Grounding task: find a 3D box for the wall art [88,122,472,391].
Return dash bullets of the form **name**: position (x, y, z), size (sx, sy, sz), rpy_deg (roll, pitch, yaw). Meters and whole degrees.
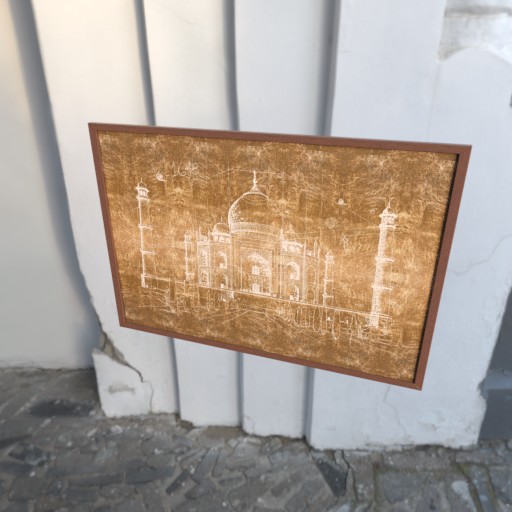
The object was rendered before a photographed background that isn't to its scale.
- **wall art**: position (0.000, 0.000, 0.835), size (0.660, 0.455, 0.014), rpy_deg (8, 27, 17)
